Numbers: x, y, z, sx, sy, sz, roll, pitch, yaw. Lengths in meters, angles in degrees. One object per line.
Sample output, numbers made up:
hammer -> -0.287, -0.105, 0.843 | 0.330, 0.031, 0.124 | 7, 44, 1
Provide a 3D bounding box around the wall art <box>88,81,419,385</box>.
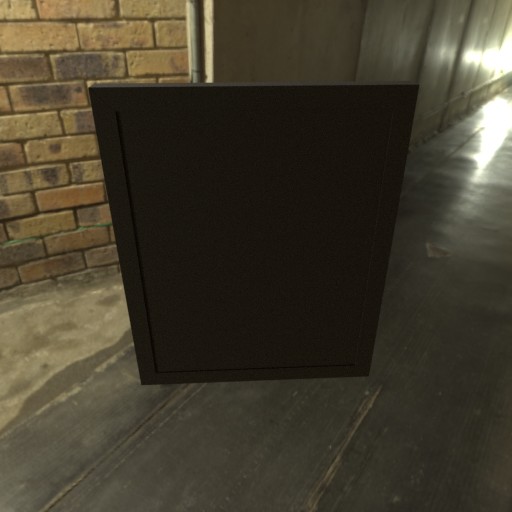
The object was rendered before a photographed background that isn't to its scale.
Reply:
wall art -> 0.000, 0.000, 0.763 | 0.457, 0.559, 0.033 | -2, 30, -3
